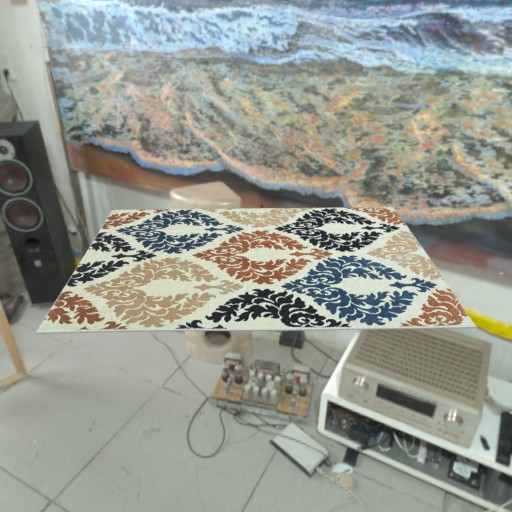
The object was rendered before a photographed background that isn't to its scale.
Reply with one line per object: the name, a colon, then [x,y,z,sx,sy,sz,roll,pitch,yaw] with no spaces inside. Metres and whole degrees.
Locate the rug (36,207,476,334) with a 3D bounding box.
rug: [0.000,0.000,2.927,2.275,0.014,1.514,-1,30,-1]
